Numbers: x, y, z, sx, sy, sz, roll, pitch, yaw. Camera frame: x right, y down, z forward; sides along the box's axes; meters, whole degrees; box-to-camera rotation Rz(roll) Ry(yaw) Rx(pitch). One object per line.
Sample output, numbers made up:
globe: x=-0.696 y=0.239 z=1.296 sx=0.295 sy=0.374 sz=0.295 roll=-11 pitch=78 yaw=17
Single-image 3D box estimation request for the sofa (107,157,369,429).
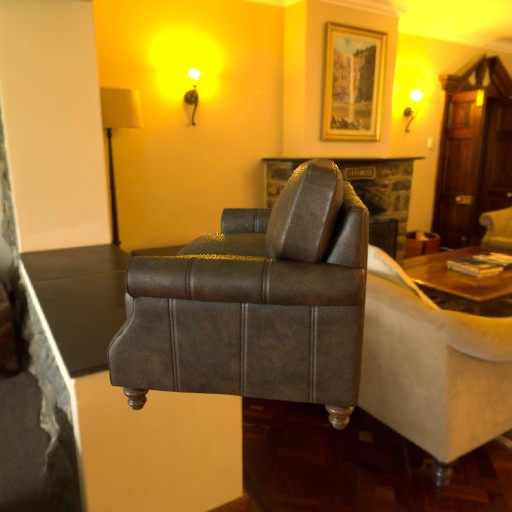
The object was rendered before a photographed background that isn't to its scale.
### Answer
sofa: x=0.000 y=0.000 z=2.270 sx=0.990 sy=0.976 sz=1.616 roll=2 pitch=13 yaw=9
